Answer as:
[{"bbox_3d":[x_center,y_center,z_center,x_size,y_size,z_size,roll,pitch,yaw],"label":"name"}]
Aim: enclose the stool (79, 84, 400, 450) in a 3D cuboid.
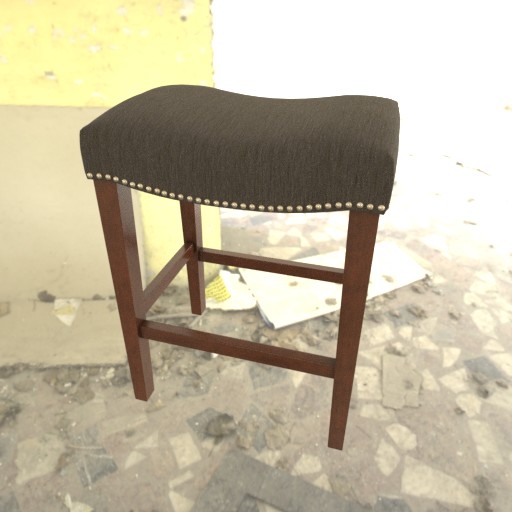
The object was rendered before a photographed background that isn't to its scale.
[{"bbox_3d":[0.000,0.000,0.953,0.504,0.654,0.372,9,32,14],"label":"stool"}]
